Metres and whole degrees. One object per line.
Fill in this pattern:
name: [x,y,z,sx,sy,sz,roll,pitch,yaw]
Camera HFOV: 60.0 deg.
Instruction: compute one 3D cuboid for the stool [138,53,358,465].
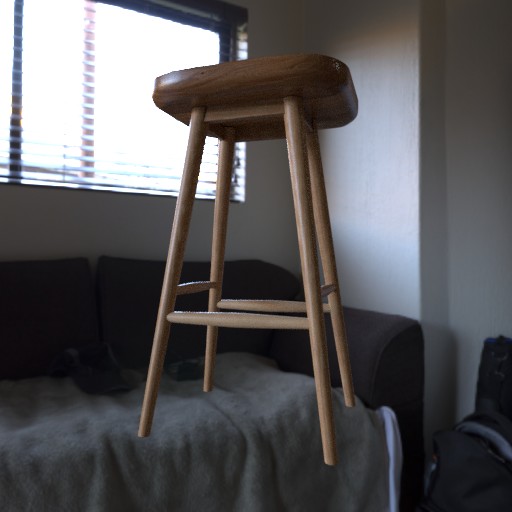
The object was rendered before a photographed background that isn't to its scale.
stool: [0.000,0.000,0.947,0.407,0.698,0.322,0,0,18]
